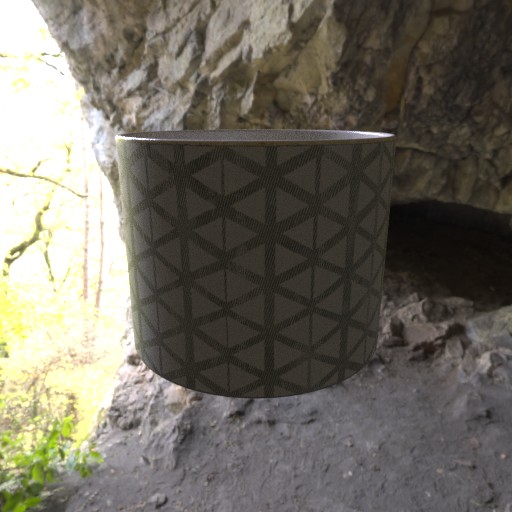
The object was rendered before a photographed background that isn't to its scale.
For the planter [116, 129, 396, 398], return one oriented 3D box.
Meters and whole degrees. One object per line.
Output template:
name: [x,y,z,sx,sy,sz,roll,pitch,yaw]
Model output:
planter: [0.000,0.000,0.340,0.190,0.181,0.190,0,18,0]
